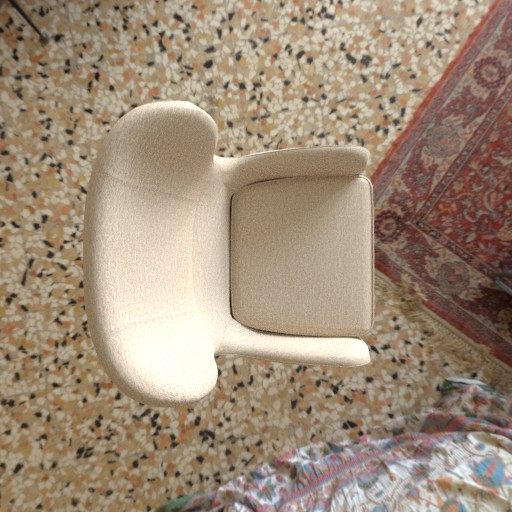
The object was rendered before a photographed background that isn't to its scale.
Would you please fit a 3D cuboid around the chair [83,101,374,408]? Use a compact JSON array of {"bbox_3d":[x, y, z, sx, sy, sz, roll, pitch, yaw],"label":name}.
[{"bbox_3d":[0.000,0.000,1.726,0.984,1.064,0.861,0,89,-1],"label":"chair"}]
